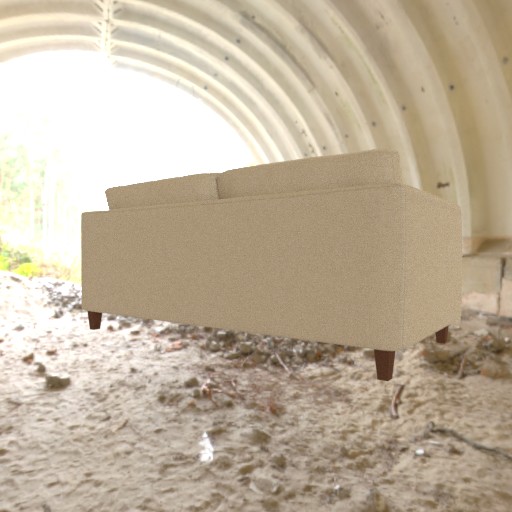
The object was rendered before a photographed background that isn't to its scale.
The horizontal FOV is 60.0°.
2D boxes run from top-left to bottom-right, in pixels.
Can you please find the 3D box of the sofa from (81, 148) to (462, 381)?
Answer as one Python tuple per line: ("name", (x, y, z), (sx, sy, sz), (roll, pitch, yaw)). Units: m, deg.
("sofa", (0.000, 0.000, 2.484), (1.981, 0.889, 0.965), (0, 1, 36))
